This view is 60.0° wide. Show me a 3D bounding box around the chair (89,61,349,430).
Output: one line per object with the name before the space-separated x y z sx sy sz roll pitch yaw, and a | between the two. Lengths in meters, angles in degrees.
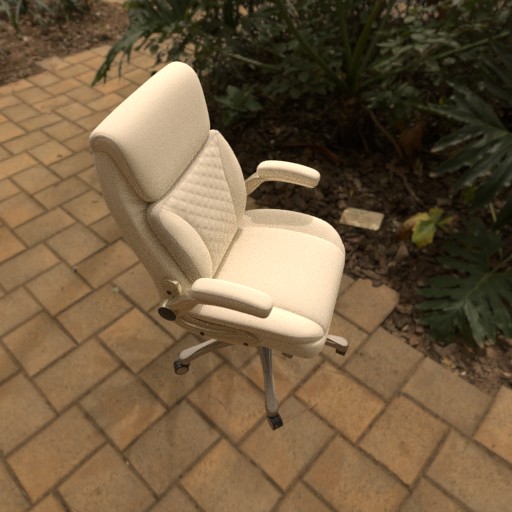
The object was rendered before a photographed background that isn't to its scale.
chair | 0.000 0.000 1.577 0.794 1.110 0.740 10 46 10
